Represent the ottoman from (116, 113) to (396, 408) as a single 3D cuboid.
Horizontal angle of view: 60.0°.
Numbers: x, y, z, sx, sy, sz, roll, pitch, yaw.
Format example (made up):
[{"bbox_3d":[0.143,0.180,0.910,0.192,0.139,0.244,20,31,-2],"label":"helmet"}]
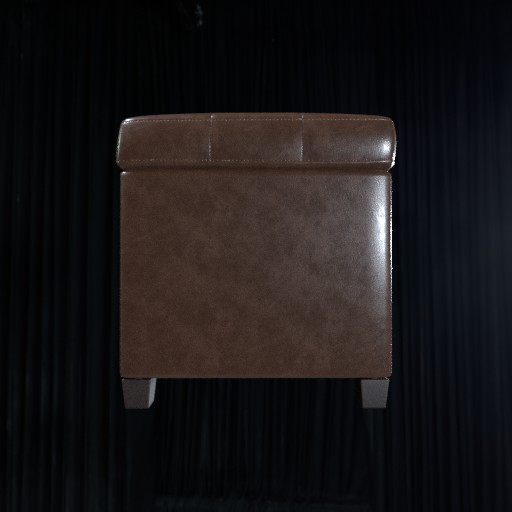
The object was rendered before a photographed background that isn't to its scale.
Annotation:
[{"bbox_3d":[0.000,0.000,1.085,0.432,0.470,0.838,0,0,0],"label":"ottoman"}]
